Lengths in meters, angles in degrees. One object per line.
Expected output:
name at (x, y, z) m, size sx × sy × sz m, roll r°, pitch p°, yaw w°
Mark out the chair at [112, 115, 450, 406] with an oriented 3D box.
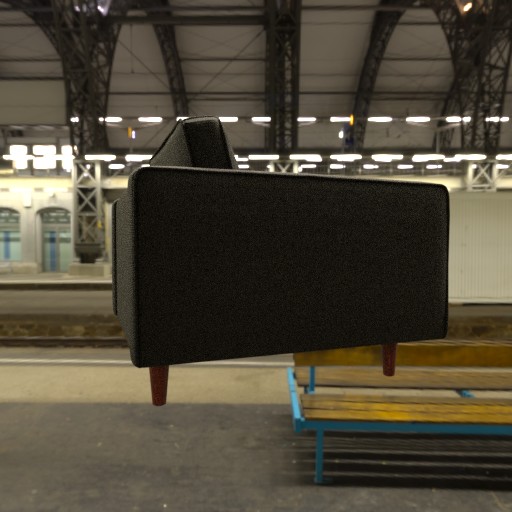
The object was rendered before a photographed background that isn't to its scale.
chair at (0.000, 0.000, 1.544) m, size 0.919 × 0.770 × 0.899 m, roll -1°, pitch 2°, yaw -21°
